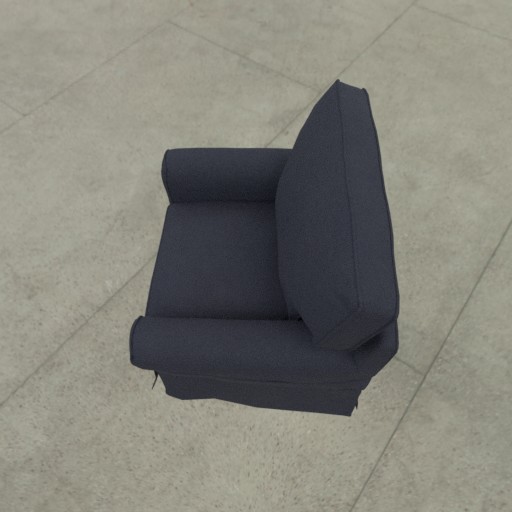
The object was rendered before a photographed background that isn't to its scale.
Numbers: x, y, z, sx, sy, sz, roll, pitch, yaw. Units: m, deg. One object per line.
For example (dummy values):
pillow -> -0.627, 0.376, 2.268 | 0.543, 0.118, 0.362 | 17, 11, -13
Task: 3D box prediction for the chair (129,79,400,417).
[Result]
chair -> 0.000, 0.000, 1.961 | 1.002, 1.140, 1.119 | 1, 58, 1
